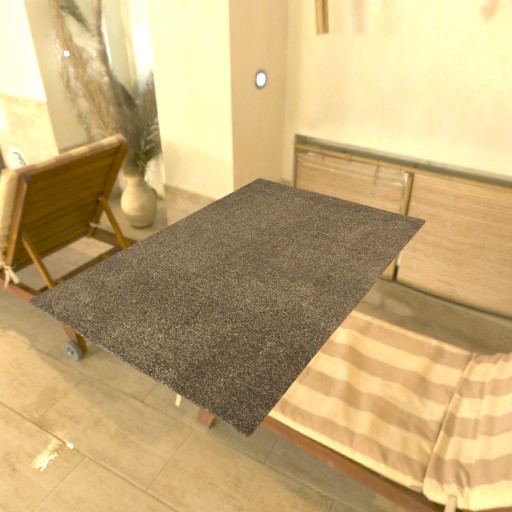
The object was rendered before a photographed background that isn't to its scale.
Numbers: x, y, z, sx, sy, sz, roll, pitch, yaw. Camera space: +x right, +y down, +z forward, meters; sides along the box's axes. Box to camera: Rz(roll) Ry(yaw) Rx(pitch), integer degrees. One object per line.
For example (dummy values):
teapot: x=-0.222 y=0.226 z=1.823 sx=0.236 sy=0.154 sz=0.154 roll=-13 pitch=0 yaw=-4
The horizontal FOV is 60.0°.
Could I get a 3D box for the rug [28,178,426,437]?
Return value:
rug: x=0.000 y=0.000 z=3.434 sx=1.802 sy=0.026 sz=2.699 roll=20 pitch=36 yaw=29
